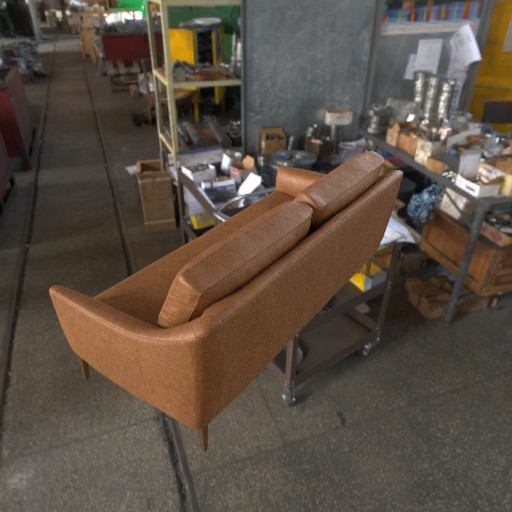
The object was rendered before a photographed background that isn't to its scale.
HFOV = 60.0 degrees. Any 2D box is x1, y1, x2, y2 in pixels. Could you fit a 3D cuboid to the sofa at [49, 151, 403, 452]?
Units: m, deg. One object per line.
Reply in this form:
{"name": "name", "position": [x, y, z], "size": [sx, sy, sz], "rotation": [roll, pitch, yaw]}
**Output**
{"name": "sofa", "position": [0.000, 0.000, 2.605], "size": [0.981, 0.945, 2.036], "rotation": [21, 38, 30]}
